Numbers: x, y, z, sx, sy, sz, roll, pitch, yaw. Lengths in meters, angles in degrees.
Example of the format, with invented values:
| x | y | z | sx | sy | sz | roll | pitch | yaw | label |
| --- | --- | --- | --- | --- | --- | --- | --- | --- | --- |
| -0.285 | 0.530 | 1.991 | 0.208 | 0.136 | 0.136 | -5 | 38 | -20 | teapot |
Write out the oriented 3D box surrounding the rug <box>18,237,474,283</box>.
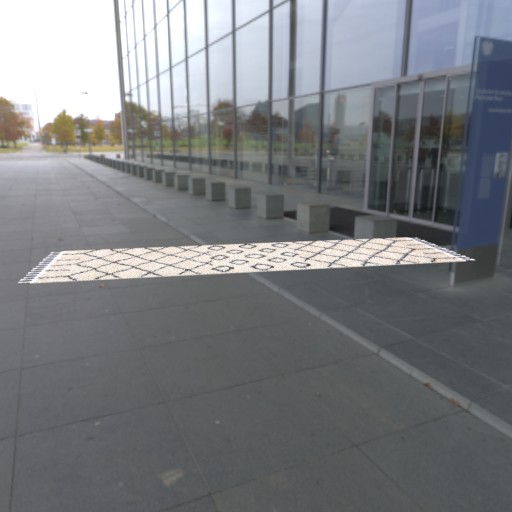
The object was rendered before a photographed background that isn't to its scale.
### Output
| x | y | z | sx | sy | sz | roll | pitch | yaw | label |
| --- | --- | --- | --- | --- | --- | --- | --- | --- | --- |
| 0.000 | 0.000 | 2.656 | 2.464 | 0.005 | 0.660 | -3 | 14 | -10 | rug |
